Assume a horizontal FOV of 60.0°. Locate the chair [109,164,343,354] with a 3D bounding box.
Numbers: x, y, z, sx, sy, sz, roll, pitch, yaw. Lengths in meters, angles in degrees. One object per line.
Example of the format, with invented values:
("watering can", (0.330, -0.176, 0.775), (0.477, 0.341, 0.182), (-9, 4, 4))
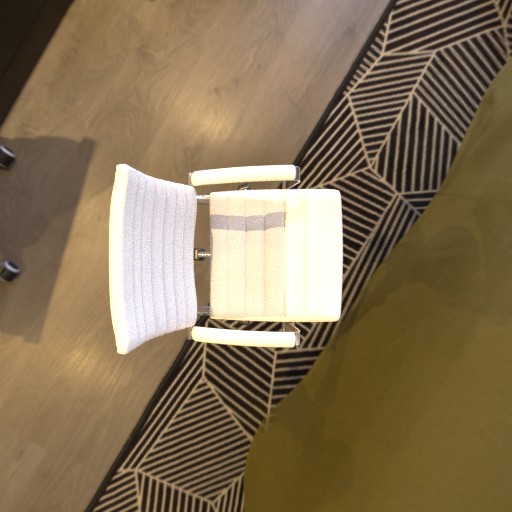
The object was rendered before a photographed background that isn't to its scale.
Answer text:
("chair", (0.000, 0.000, 1.567), (0.679, 1.149, 0.679), (0, 91, 0))
